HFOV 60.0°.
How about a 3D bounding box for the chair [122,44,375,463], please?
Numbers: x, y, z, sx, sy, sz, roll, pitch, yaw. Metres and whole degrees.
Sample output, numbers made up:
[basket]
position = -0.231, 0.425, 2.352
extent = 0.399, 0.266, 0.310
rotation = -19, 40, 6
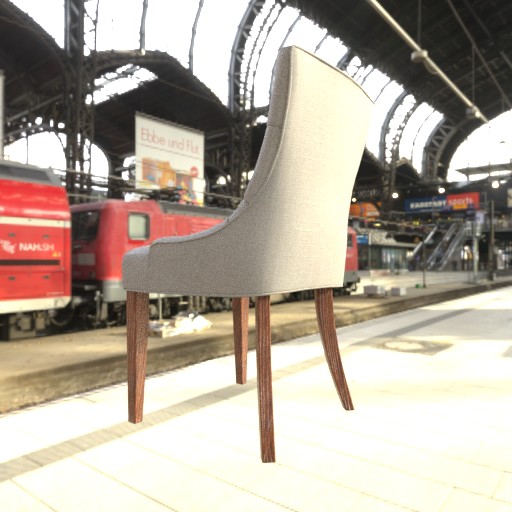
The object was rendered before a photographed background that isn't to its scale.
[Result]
[chair]
position = 0.000, 0.000, 1.214
extent = 0.565, 0.874, 0.509
rotation = 0, -1, 36
